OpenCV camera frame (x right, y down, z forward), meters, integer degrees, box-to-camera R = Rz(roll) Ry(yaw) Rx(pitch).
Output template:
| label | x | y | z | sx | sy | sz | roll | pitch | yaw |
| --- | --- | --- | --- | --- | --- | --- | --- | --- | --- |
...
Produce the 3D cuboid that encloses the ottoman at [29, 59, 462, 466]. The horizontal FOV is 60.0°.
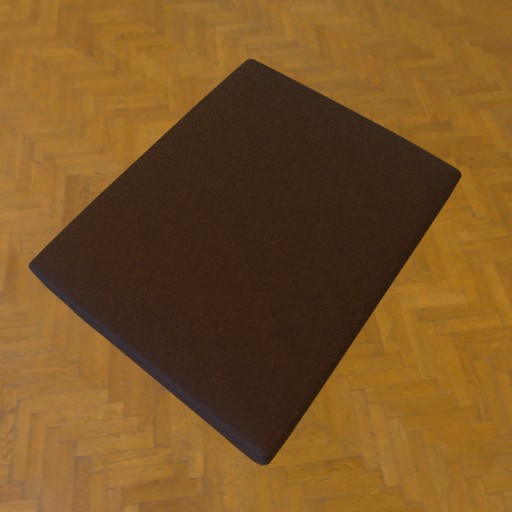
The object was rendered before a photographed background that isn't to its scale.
| label | x | y | z | sx | sy | sz | roll | pitch | yaw |
| --- | --- | --- | --- | --- | --- | --- | --- | --- | --- |
| ottoman | 0.000 | 0.000 | 1.750 | 0.967 | 0.730 | 1.187 | 34 | 69 | 15 |
